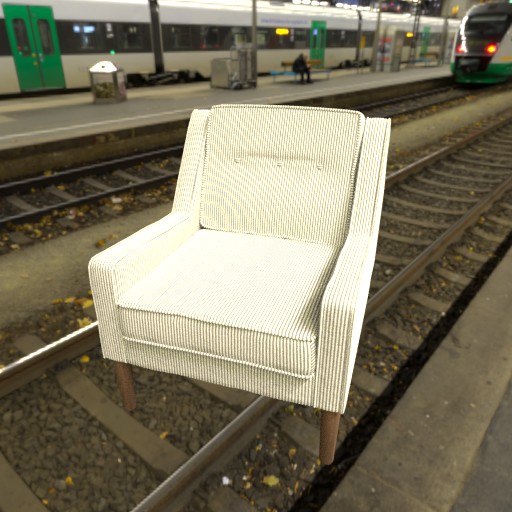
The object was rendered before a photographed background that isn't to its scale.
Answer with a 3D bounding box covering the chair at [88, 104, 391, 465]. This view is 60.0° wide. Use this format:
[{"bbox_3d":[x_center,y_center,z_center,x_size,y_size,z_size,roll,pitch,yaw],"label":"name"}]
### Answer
[{"bbox_3d":[0.000,0.000,1.317,0.663,0.792,0.743,8,27,16],"label":"chair"}]
